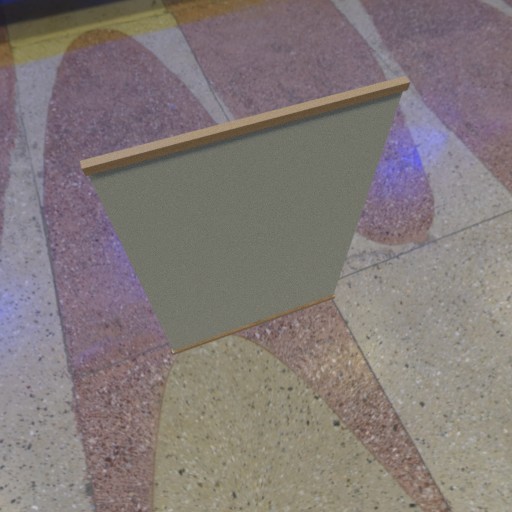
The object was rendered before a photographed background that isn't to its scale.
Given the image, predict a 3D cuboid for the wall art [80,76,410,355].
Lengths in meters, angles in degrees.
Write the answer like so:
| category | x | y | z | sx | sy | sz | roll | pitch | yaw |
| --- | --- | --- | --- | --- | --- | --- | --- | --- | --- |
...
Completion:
| category | x | y | z | sx | sy | sz | roll | pitch | yaw |
| --- | --- | --- | --- | --- | --- | --- | --- | --- | --- |
| wall art | 0.000 | 0.000 | 1.915 | 0.990 | 1.519 | 0.030 | -18 | 61 | -10 |
